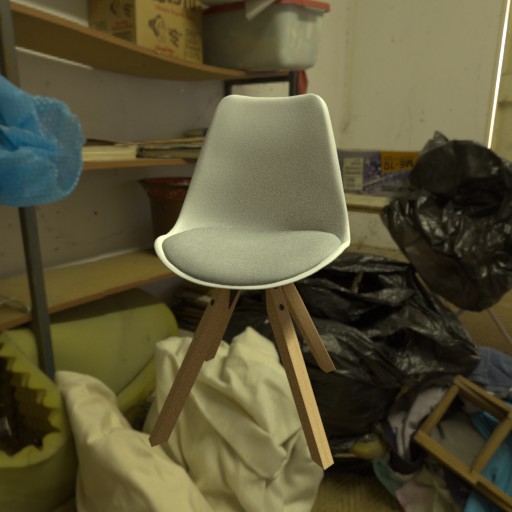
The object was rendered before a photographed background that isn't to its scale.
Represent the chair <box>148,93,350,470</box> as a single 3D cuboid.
[{"bbox_3d":[0.000,0.000,1.178,0.485,0.850,0.550,3,16,10],"label":"chair"}]
